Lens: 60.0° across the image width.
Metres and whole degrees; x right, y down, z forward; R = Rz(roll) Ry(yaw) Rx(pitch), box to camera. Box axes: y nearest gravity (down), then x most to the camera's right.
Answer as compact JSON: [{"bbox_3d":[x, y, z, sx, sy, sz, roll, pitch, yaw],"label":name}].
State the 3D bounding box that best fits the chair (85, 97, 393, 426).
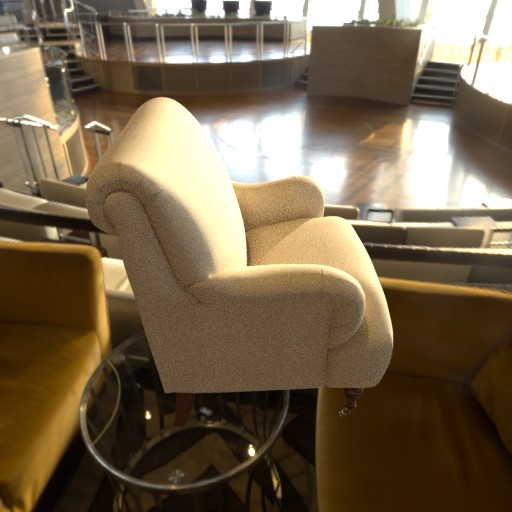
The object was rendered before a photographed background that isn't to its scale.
[{"bbox_3d":[0.000,0.000,1.539,0.842,0.944,0.766,-1,32,-2],"label":"chair"}]
